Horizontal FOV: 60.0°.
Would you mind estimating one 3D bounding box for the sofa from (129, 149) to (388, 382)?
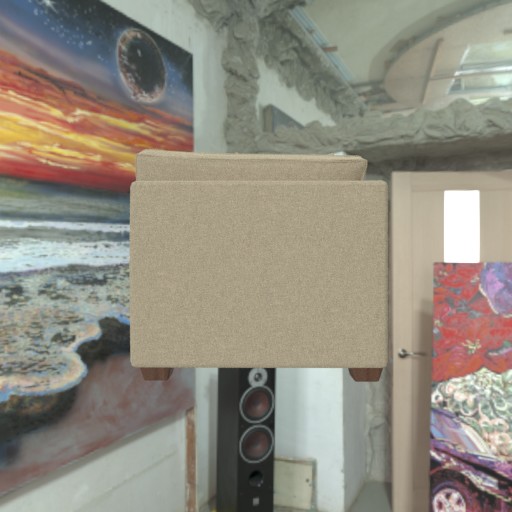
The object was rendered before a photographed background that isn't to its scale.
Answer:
[{"bbox_3d":[0.000,0.000,2.909,1.110,1.033,2.237,0,0,0],"label":"sofa"}]
